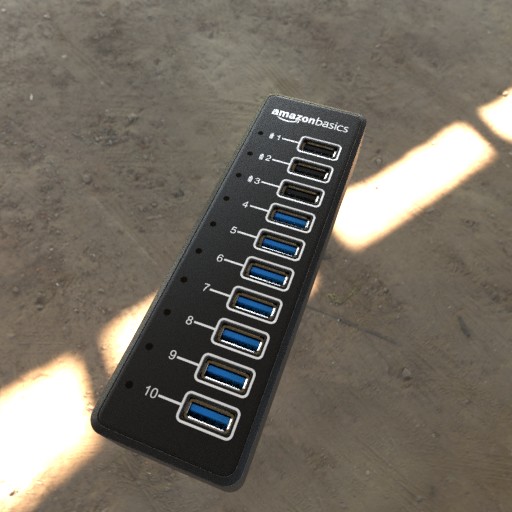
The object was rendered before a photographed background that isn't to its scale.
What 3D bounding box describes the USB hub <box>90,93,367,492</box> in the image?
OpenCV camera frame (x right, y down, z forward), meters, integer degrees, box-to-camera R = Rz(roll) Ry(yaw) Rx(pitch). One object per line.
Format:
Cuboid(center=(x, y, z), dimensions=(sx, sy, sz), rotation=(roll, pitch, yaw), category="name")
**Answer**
Cuboid(center=(0.000, 0.000, 0.159), dimensions=(0.044, 0.023, 0.145), rotation=(18, 61, 11), category="USB hub")
